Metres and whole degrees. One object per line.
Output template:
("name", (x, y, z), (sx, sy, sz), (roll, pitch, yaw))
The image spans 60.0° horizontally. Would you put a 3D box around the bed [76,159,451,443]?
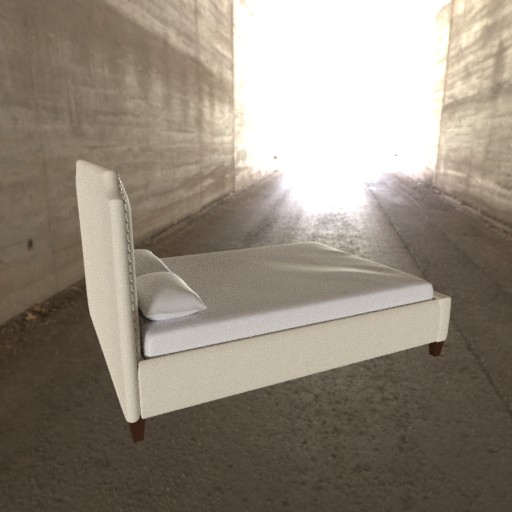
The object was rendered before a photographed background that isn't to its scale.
("bed", (0.000, 0.000, 3.387), (2.372, 1.443, 1.712), (-7, 16, -25))
